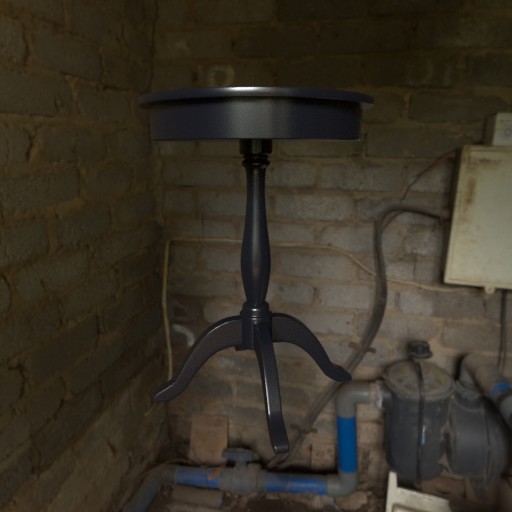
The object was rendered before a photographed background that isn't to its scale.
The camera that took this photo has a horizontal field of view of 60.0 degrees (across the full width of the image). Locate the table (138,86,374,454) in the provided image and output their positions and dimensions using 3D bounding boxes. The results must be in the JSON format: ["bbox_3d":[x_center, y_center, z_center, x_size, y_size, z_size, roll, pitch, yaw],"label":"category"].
[{"bbox_3d":[0.000,0.000,1.001,0.481,0.665,0.481,0,14,0],"label":"table"}]
